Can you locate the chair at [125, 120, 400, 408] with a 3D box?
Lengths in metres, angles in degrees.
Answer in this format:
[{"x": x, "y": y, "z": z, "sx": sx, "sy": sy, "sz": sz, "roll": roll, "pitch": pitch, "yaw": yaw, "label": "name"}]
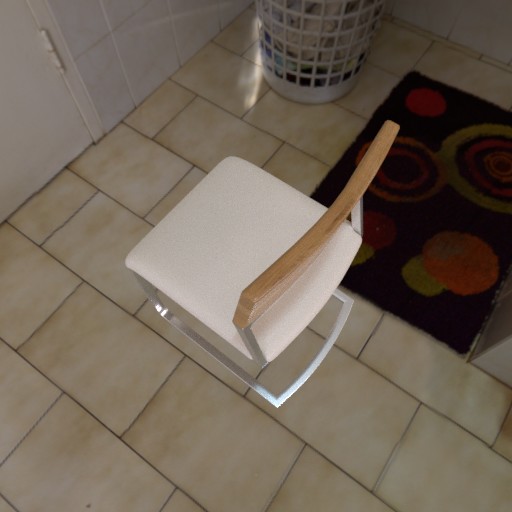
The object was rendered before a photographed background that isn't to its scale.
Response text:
[{"x": 0.000, "y": 0.000, "z": 1.205, "sx": 0.585, "sy": 0.844, "sz": 0.467, "roll": 35, "pitch": 69, "yaw": 16, "label": "chair"}]
